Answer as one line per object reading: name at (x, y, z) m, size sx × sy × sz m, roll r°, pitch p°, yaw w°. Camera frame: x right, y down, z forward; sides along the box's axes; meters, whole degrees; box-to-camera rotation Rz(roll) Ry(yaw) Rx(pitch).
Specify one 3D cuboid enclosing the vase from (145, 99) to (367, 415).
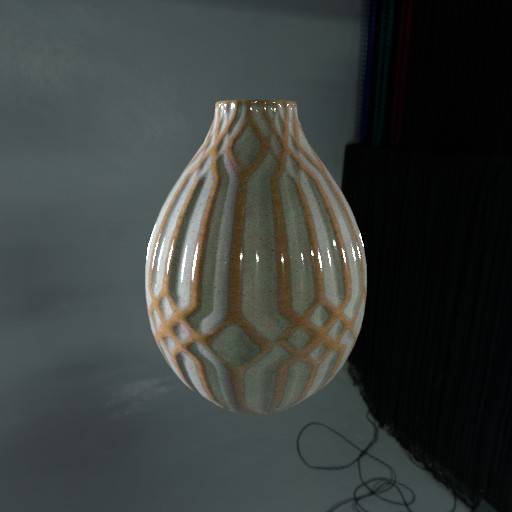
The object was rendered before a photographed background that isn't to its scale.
vase at (0.000, 0.000, 0.266) m, size 0.131 × 0.175 × 0.131 m, roll 0°, pitch 16°, yaw 0°
